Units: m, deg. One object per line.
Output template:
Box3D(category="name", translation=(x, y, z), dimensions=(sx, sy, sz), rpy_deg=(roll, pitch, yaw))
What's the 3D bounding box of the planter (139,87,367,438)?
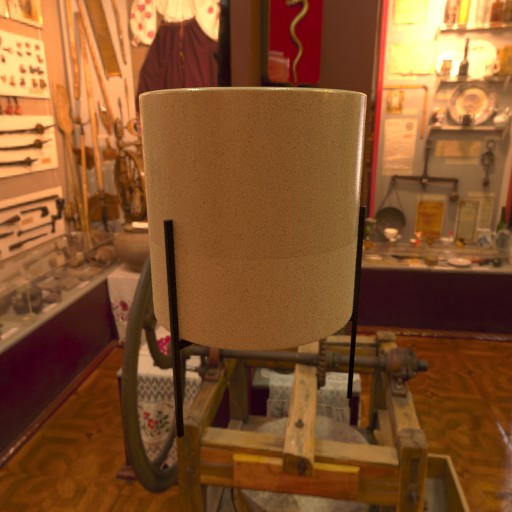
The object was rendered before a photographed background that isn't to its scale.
Box3D(category="planter", translation=(0.000, 0.000, 0.695), dimensions=(0.323, 0.475, 0.314), rpy_deg=(3, 17, 10))
